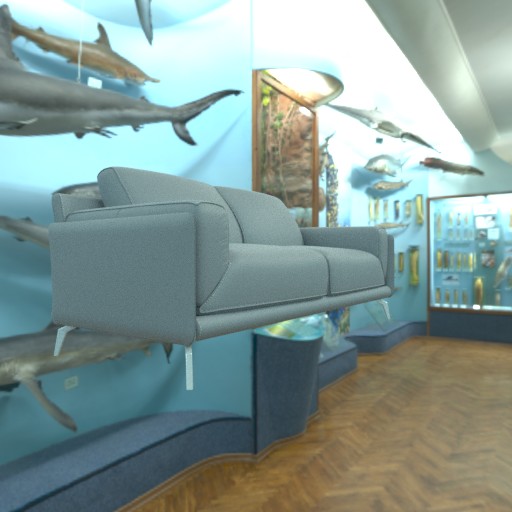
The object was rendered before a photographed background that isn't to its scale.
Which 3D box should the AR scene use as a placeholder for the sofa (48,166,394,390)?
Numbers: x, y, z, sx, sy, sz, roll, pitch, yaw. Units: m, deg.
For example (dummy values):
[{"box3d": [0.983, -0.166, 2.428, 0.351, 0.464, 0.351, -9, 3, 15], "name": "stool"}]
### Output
[{"box3d": [0.000, 0.000, 2.592, 0.969, 0.900, 2.100, 0, 0, 35], "name": "sofa"}]
